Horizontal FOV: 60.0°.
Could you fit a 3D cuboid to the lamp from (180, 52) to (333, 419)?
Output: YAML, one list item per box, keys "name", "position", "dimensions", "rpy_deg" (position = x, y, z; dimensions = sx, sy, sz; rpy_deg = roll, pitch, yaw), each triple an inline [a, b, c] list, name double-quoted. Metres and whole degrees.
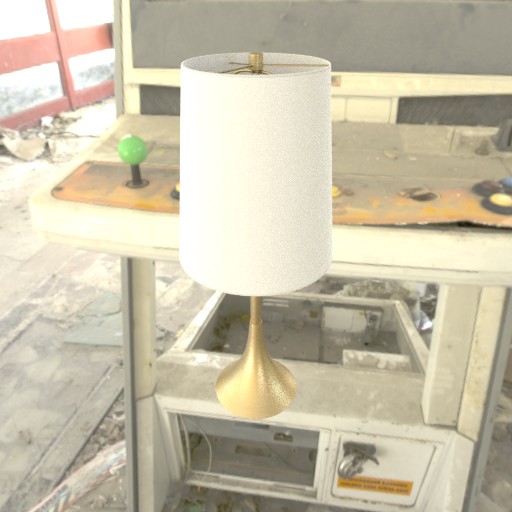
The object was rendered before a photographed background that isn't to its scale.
- name: "lamp"
  position: [0.000, 0.000, 0.680]
  dimensions: [0.231, 0.569, 0.231]
  rpy_deg: [0, 31, 0]
